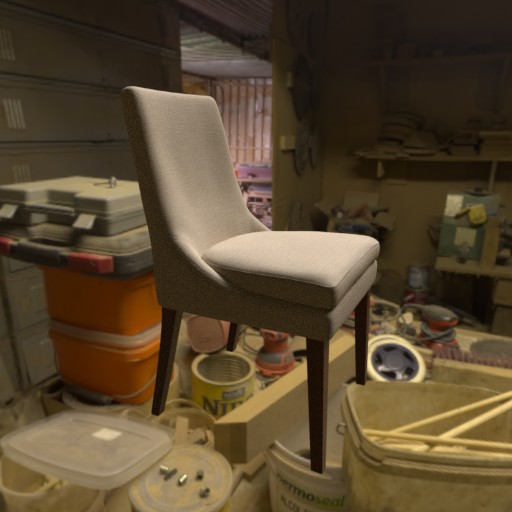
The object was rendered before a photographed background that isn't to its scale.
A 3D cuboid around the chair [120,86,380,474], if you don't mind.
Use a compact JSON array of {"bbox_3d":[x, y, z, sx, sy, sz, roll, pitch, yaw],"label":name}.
[{"bbox_3d":[0.000,0.000,1.320,0.638,0.940,0.515,8,17,25],"label":"chair"}]
